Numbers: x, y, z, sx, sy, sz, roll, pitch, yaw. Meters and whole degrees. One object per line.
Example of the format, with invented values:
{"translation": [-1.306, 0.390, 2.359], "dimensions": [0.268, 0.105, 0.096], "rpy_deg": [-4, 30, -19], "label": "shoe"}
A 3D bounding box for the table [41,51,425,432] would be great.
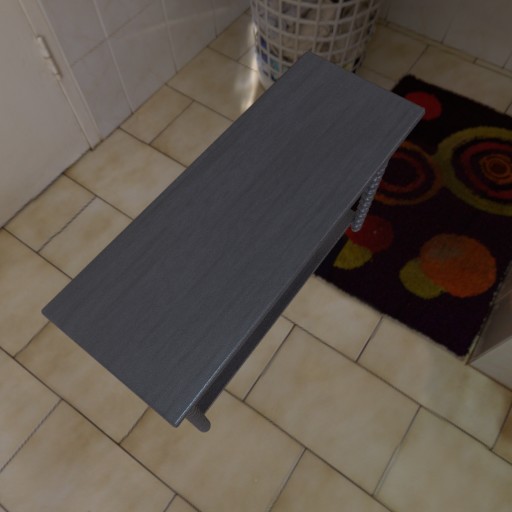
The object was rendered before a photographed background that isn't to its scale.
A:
{"translation": [0.000, 0.000, 1.570], "dimensions": [0.459, 0.735, 1.184], "rpy_deg": [34, 68, 16], "label": "table"}
